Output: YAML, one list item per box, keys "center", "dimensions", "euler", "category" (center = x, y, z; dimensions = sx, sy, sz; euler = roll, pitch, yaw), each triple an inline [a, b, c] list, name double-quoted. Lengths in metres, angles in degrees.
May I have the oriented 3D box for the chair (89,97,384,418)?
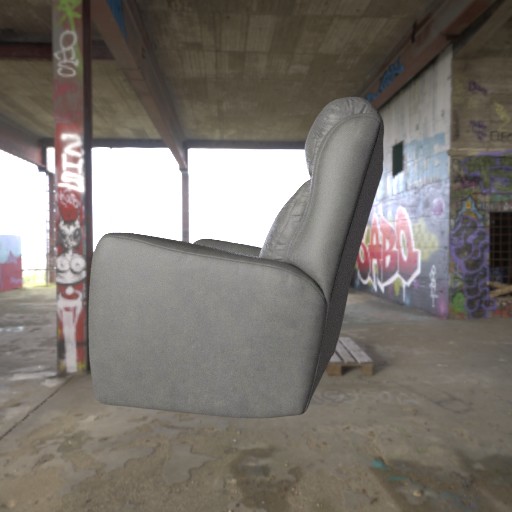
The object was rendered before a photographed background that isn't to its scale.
- center: [0.000, 0.000, 1.931]
  dimensions: [1.068, 1.116, 0.967]
  euler: [0, 1, 16]
  category: "chair"
